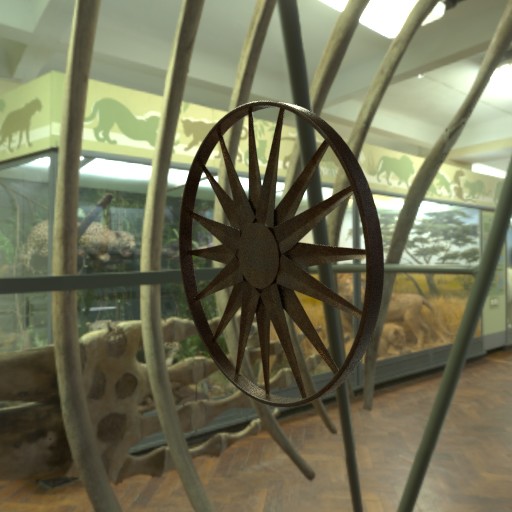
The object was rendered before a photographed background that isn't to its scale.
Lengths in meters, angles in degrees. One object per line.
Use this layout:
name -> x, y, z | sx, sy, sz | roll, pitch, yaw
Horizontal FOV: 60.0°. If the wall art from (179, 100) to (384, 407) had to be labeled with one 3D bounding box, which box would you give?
wall art -> 0.000, 0.000, 0.878 | 0.084, 0.583, 0.582 | 0, 0, -37
